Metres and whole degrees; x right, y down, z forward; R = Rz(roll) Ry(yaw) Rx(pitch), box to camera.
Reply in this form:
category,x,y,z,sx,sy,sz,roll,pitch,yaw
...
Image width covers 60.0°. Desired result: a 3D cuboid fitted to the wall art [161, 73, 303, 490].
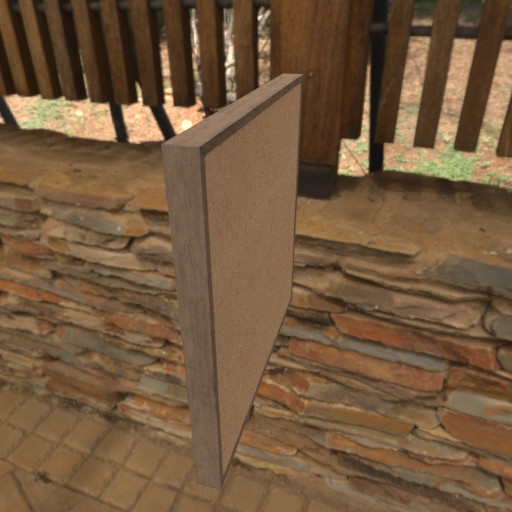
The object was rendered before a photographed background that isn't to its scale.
category,x,y,z,sx,sy,sz,roll,pitch,yaw
wall art,0.000,0.000,0.743,0.038,0.508,0.508,8,30,14
